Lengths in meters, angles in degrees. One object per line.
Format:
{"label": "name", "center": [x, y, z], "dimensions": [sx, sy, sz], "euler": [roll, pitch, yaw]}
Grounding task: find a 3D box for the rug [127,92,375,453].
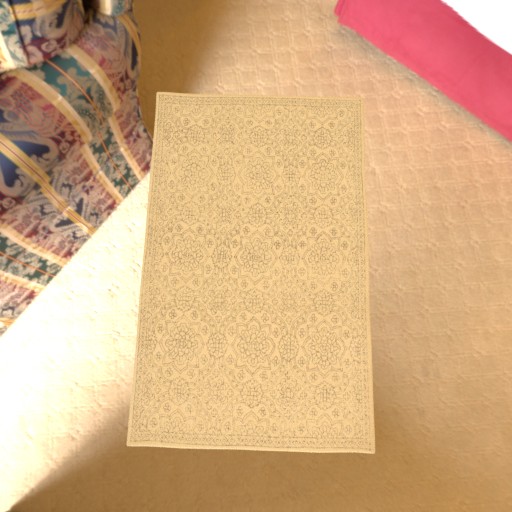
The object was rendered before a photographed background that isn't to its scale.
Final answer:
{"label": "rug", "center": [0.000, 0.000, 2.973], "dimensions": [1.518, 0.023, 2.434], "euler": [1, 77, 0]}
